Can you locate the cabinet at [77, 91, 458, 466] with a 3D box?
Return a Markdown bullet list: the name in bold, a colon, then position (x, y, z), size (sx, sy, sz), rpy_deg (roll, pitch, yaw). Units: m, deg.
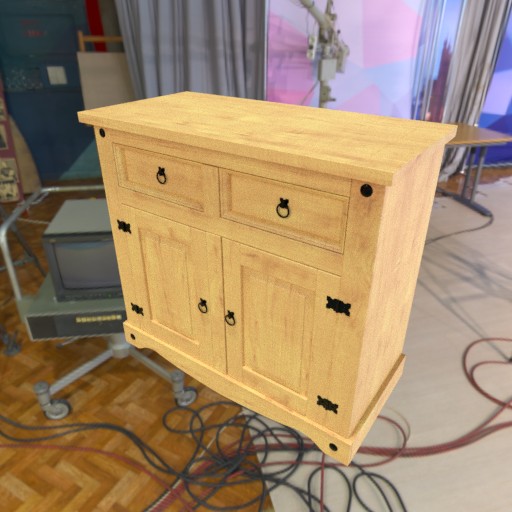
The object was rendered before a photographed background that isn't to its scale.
- **cabinet**: position (0.000, 0.000, 1.386), size (0.920, 0.840, 0.450), rpy_deg (19, 34, 30)
